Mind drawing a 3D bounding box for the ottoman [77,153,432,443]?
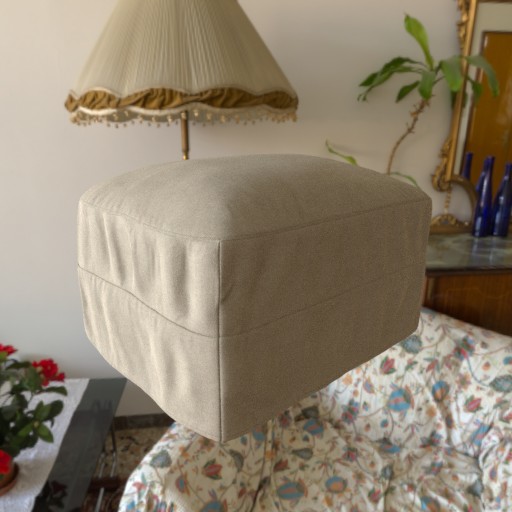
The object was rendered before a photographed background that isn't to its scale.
[{"bbox_3d":[0.000,0.000,1.077,0.712,0.480,0.584,-15,22,-40],"label":"ottoman"}]
